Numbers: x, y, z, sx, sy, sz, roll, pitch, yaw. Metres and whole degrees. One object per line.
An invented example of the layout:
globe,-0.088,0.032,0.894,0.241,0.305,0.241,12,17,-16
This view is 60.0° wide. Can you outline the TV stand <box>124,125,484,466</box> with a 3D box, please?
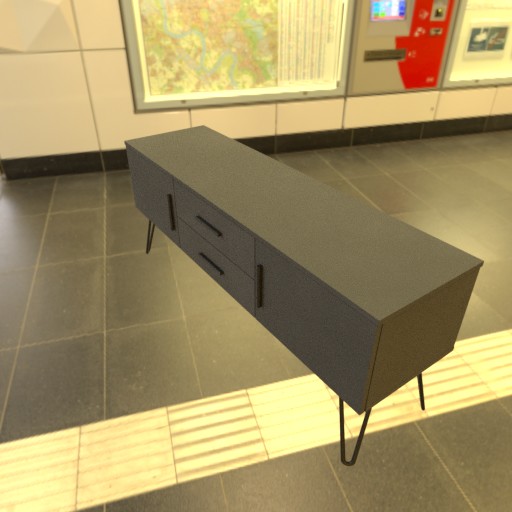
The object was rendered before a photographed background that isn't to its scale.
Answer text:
TV stand,0.000,0.000,1.638,0.400,0.560,1.400,-21,39,-29
